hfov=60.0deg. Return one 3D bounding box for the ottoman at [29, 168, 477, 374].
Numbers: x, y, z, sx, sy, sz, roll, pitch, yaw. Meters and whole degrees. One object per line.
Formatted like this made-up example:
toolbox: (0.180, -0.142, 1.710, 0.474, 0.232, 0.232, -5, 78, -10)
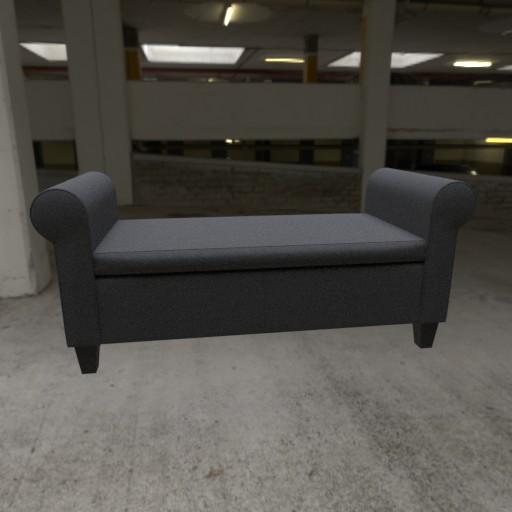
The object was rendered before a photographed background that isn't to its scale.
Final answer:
ottoman: (0.000, 0.000, 1.524, 1.256, 0.547, 0.521, -2, 16, -8)
